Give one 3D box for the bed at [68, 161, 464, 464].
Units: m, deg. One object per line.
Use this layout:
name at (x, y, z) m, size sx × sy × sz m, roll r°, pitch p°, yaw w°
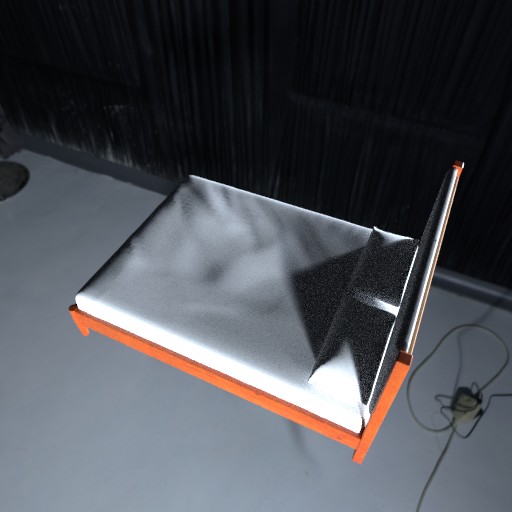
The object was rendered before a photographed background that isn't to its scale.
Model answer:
bed at (0.000, 0.000, 3.003) m, size 2.117 × 1.165 × 1.566 m, roll 19°, pitch 50°, yaw 17°
